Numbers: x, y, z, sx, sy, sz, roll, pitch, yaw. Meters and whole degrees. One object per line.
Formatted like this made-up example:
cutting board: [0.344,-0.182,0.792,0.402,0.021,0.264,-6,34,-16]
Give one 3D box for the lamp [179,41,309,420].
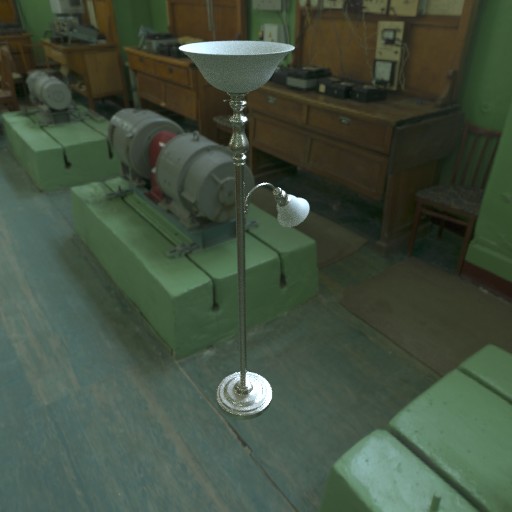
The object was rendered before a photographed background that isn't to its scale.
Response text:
lamp: [0.000,0.000,2.068,0.575,1.785,0.405,-22,37,-31]
